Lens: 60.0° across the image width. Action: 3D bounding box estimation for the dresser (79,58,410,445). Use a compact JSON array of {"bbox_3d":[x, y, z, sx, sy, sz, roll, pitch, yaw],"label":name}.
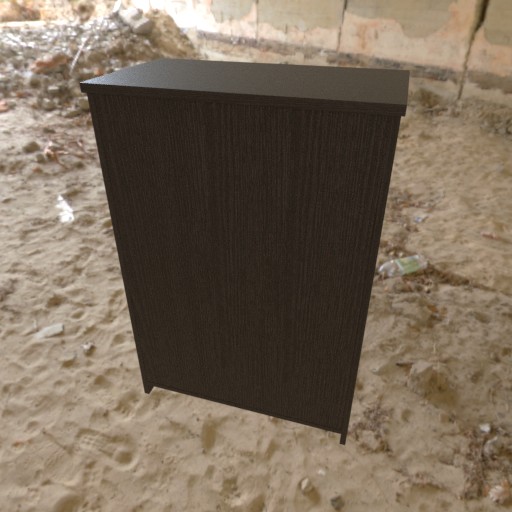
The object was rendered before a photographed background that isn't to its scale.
[{"bbox_3d":[0.000,0.000,1.333,0.704,1.020,0.399,9,33,14],"label":"dresser"}]
